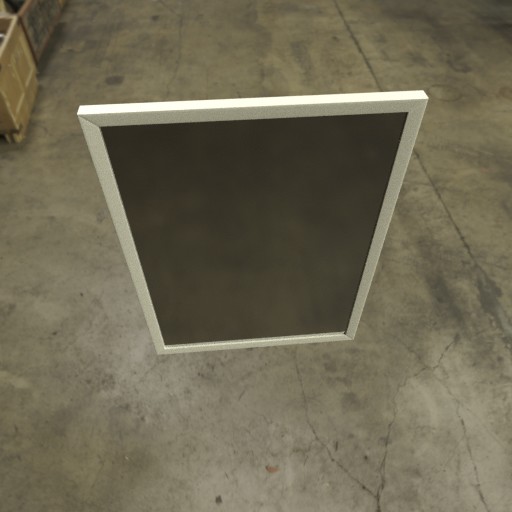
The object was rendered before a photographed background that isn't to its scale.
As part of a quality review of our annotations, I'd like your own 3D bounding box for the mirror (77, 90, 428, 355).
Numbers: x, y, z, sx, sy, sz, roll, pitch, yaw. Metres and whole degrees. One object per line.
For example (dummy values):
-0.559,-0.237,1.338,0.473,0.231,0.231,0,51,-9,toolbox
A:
0.000,0.000,1.349,0.762,1.016,0.040,-4,48,-3,mirror
